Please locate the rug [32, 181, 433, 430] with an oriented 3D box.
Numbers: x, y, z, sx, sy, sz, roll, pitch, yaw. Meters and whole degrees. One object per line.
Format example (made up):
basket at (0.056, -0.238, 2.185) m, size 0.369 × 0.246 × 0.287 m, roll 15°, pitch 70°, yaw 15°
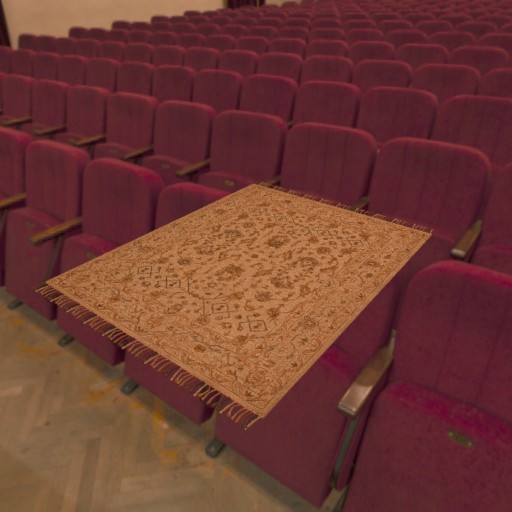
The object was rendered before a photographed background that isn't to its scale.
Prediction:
rug at (0.000, 0.000, 2.286) m, size 1.278 × 0.009 × 1.726 m, roll 21°, pitch 36°, yaw 32°
